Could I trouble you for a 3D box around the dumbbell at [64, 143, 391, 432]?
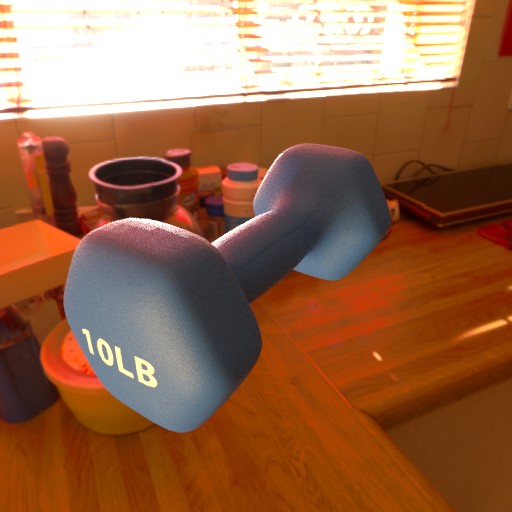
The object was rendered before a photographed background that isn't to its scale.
[{"bbox_3d":[0.000,0.000,0.262,0.103,0.093,0.212,18,33,30],"label":"dumbbell"}]
